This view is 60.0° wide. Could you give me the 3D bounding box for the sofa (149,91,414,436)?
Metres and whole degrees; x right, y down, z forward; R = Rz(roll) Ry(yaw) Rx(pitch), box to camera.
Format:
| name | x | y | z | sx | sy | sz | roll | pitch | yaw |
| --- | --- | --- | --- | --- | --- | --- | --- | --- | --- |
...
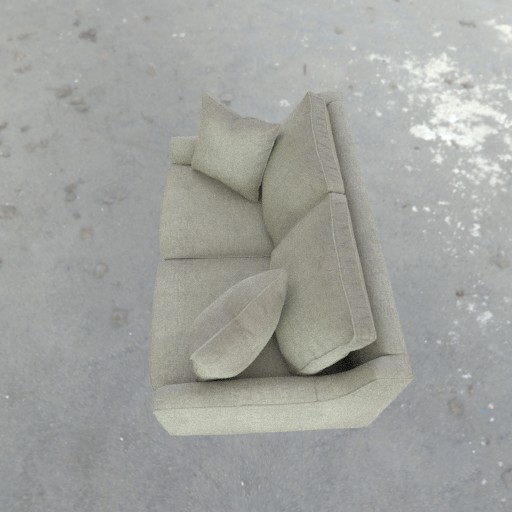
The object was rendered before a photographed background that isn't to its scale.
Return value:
| name | x | y | z | sx | sy | sz | roll | pitch | yaw |
| --- | --- | --- | --- | --- | --- | --- | --- | --- | --- |
| sofa | 0.000 | 0.000 | 2.019 | 0.915 | 0.863 | 1.422 | -3 | 57 | -2 |
